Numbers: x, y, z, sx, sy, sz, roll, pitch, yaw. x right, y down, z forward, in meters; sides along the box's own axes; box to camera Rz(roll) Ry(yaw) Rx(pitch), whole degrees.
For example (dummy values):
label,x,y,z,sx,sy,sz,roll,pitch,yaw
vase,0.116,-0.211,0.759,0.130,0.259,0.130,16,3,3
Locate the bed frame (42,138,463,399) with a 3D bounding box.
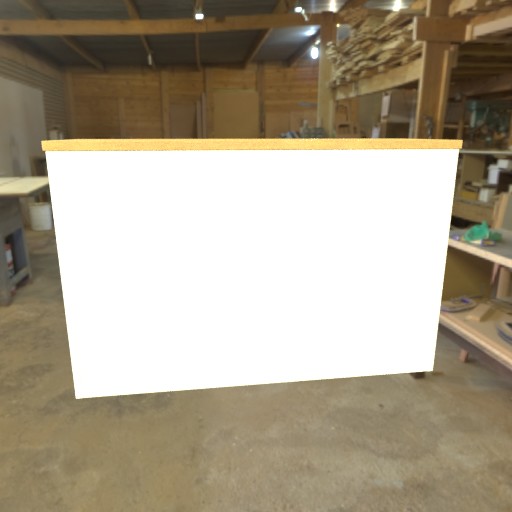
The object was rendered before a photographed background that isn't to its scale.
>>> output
label,x,y,z,sx,sy,sz,roll,pitch,yaw
bed frame,0.000,0.000,1.672,1.300,0.850,0.430,-2,16,-8
